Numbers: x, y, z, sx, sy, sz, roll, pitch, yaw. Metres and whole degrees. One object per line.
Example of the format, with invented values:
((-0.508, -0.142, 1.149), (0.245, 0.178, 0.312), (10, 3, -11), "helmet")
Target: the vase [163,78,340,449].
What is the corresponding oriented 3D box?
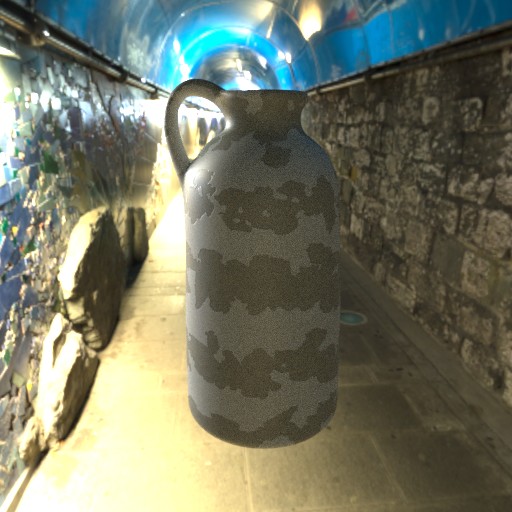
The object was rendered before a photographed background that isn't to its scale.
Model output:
((0.000, 0.000, 0.509), (0.203, 0.382, 0.186), (2, 17, 8), "vase")
